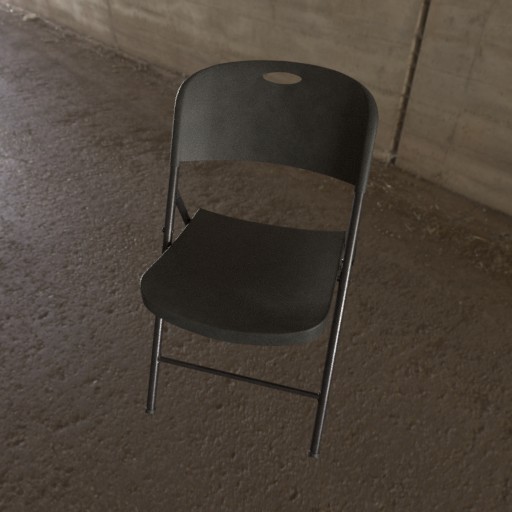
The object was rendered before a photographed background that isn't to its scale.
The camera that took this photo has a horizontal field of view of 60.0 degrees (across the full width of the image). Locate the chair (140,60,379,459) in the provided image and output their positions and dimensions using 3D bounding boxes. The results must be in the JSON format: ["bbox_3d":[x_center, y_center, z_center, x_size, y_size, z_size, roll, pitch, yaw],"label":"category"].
[{"bbox_3d":[0.000,0.000,1.142,0.494,0.810,0.566,10,40,12],"label":"chair"}]
